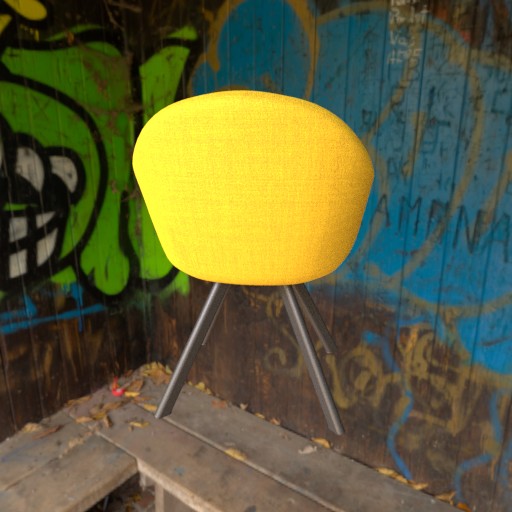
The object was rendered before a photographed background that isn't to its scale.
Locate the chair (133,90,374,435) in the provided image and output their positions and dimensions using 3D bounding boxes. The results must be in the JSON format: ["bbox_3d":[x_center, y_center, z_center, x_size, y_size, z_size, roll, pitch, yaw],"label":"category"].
[{"bbox_3d":[0.000,0.000,1.183,0.590,0.795,0.550,2,16,7],"label":"chair"}]
